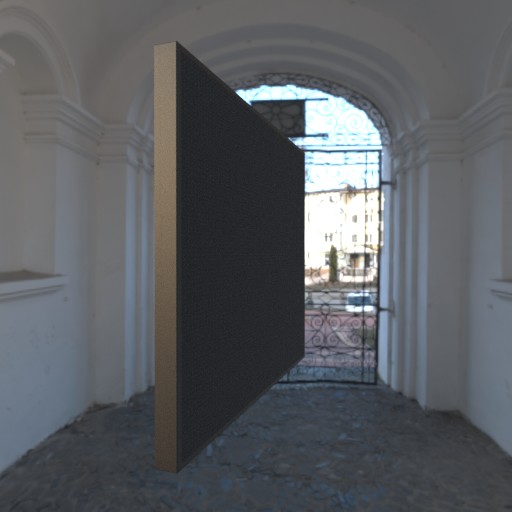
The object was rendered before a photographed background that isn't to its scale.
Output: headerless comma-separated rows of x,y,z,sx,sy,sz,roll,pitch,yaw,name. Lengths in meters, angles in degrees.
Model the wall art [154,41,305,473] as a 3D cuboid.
0.000,0.000,0.734,0.029,0.458,0.559,0,0,20,wall art
